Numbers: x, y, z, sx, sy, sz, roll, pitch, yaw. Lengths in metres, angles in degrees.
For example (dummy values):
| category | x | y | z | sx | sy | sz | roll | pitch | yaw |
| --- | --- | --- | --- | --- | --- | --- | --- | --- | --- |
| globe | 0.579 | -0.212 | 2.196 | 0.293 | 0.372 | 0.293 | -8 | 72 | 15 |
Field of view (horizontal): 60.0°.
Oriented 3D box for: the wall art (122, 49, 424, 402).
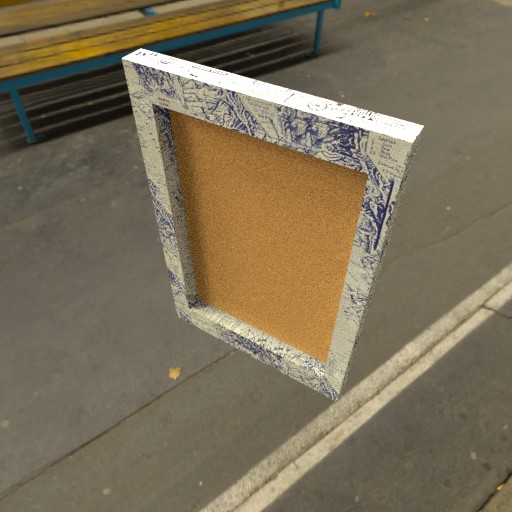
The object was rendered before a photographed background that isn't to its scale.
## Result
| category | x | y | z | sx | sy | sz | roll | pitch | yaw |
| --- | --- | --- | --- | --- | --- | --- | --- | --- | --- |
| wall art | 0.000 | 0.000 | 0.478 | 0.255 | 0.376 | 0.025 | 24 | 51 | 21 |
